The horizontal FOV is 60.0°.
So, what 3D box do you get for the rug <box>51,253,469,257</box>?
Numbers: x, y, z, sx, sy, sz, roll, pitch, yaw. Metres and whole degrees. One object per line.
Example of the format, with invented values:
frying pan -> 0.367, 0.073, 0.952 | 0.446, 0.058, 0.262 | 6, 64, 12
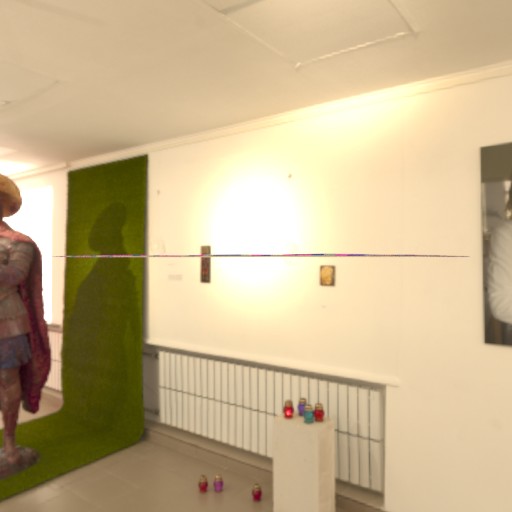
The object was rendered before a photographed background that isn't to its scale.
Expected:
rug -> 0.000, 0.000, 2.943 | 2.350, 0.013, 1.539 | 0, 0, 36
